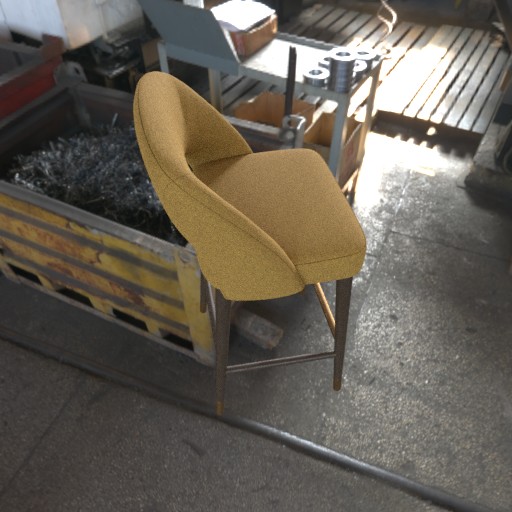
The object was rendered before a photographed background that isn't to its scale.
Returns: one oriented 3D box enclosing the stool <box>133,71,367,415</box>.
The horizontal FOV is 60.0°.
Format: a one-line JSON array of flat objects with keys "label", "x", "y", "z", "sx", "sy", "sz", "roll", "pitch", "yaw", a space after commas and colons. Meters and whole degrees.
[{"label": "stool", "x": 0.000, "y": 0.000, "z": 1.314, "sx": 0.522, "sy": 1.032, "sz": 0.536, "roll": -9, "pitch": 48, "yaw": -8}]
